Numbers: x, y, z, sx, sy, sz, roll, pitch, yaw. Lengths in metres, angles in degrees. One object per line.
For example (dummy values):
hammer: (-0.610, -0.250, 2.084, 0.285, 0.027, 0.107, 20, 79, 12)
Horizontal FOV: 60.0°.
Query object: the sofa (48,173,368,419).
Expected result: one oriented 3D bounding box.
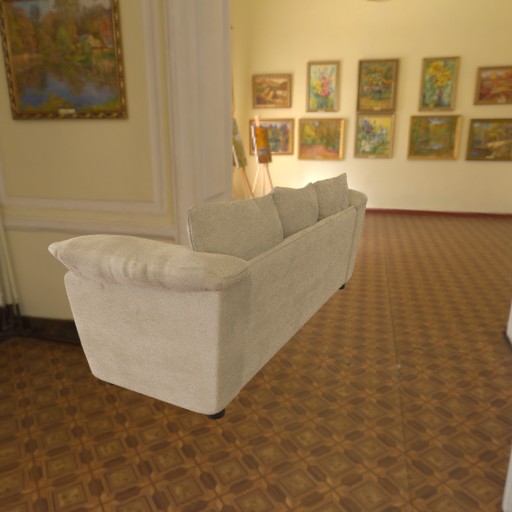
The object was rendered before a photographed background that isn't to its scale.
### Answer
sofa: (0.000, 0.000, 2.830, 0.893, 0.981, 2.377, 8, 17, 26)
